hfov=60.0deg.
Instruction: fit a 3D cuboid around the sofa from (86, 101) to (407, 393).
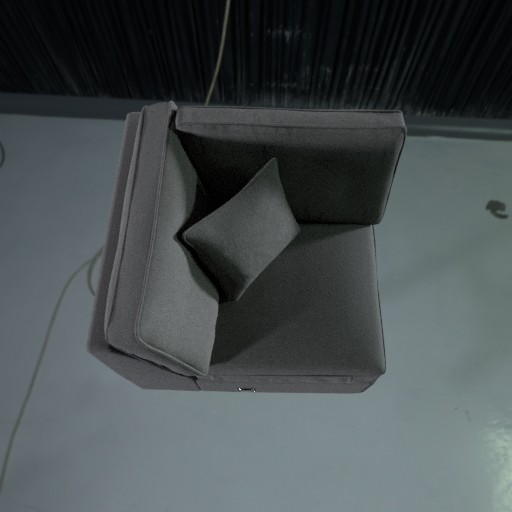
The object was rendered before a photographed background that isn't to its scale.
[{"bbox_3d":[0.000,0.000,1.980,1.146,1.002,1.084,1,64,0],"label":"sofa"}]
